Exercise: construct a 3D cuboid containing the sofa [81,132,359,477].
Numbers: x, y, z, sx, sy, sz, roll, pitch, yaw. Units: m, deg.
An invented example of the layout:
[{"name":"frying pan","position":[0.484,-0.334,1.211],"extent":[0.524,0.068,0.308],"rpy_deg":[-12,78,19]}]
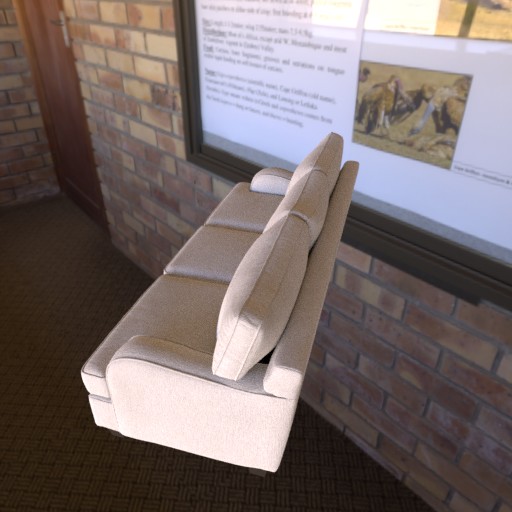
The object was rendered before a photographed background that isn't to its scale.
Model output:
[{"name":"sofa","position":[0.000,0.000,2.781],"extent":[1.016,0.991,2.323],"rpy_deg":[9,33,14]}]
